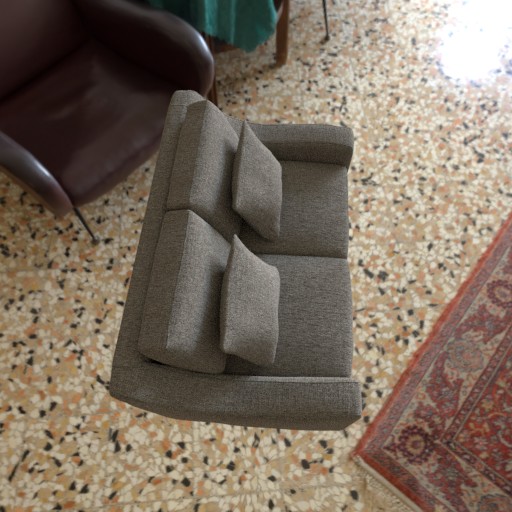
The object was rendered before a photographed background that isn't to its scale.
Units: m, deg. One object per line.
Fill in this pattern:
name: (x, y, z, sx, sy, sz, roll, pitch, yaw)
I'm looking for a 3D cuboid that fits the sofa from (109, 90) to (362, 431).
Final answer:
sofa: (0.000, 0.000, 2.504, 1.120, 0.991, 1.778, 4, 64, 2)
